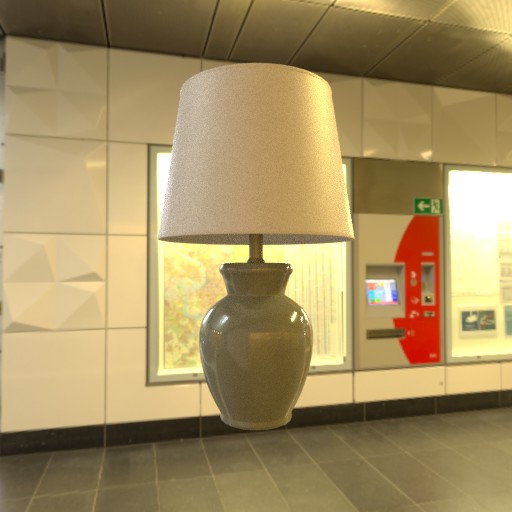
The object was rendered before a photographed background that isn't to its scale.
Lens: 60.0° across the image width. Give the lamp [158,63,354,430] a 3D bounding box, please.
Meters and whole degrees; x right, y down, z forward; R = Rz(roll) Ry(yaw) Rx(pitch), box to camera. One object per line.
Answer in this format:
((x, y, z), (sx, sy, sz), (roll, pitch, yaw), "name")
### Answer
((0.000, 0.000, 0.552), (0.239, 0.399, 0.239), (0, -1, 0), "lamp")
